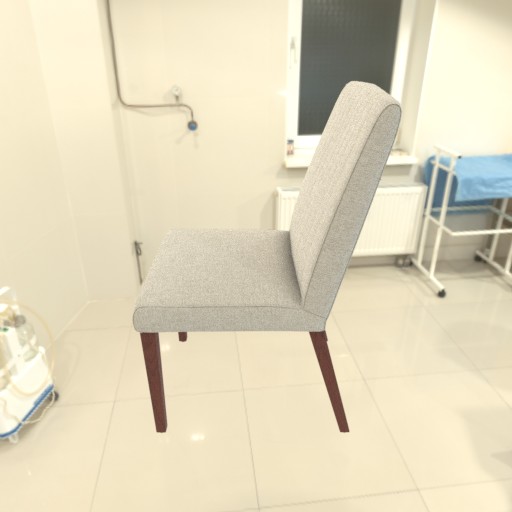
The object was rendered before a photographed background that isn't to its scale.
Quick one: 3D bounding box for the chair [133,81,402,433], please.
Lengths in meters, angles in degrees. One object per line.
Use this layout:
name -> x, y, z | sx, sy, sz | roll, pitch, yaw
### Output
chair -> 0.000, 0.000, 1.241 | 0.594, 0.900, 0.480 | 0, 26, 0
